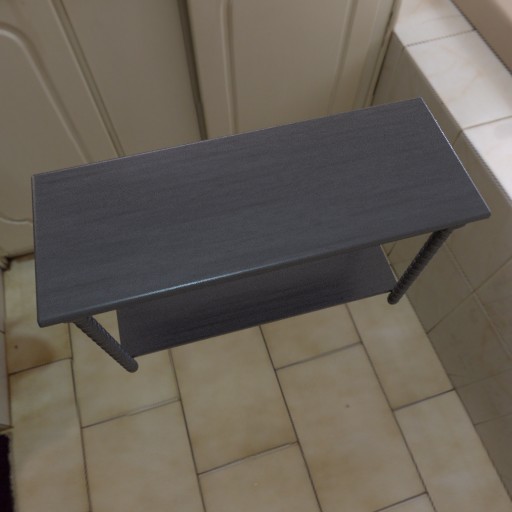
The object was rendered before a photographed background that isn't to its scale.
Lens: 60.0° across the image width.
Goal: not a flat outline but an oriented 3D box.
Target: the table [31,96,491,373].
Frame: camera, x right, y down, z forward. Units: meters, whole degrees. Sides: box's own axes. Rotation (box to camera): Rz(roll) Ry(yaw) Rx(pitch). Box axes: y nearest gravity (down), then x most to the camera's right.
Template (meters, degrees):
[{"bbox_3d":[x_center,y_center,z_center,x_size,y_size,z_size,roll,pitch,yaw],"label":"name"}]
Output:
[{"bbox_3d":[0.000,0.000,1.529,1.184,0.735,0.459,-13,64,-7],"label":"table"}]
